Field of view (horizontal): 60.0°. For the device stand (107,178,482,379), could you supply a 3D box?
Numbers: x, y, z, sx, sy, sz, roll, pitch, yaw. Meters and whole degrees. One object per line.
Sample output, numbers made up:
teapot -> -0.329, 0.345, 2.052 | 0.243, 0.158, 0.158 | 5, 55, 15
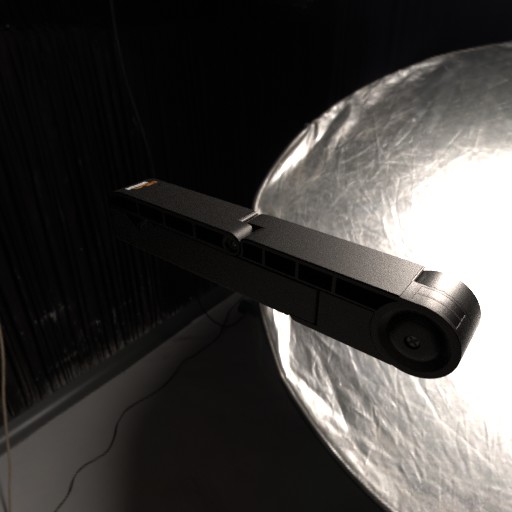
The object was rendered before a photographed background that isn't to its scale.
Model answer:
device stand -> 0.000, 0.000, 0.193 | 0.179, 0.030, 0.026 | 21, 37, 32
